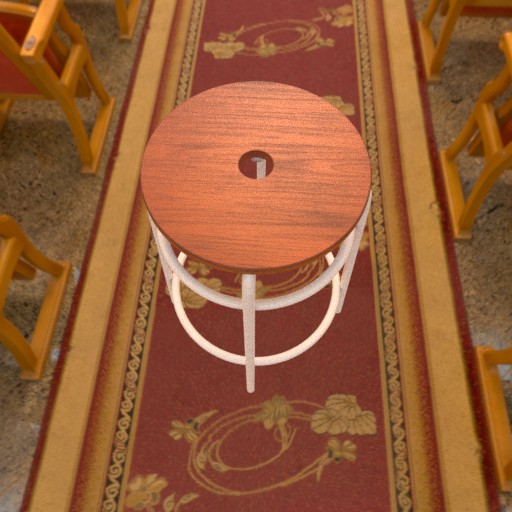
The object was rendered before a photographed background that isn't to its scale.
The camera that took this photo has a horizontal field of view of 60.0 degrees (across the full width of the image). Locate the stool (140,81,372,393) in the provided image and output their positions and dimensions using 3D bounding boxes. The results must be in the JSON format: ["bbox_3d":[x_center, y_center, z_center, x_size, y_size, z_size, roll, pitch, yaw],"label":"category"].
[{"bbox_3d":[0.000,0.000,0.916,0.455,0.610,0.455,3,64,1],"label":"stool"}]
